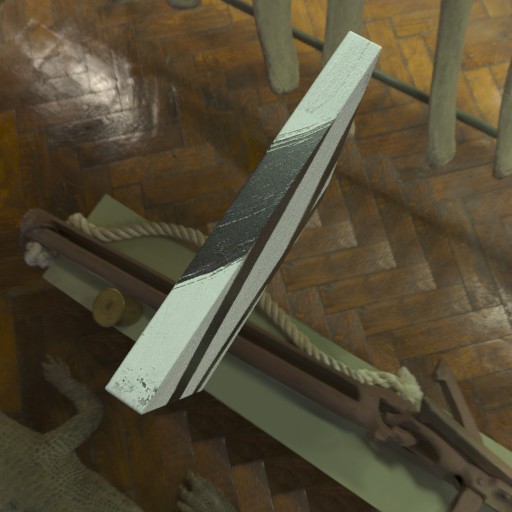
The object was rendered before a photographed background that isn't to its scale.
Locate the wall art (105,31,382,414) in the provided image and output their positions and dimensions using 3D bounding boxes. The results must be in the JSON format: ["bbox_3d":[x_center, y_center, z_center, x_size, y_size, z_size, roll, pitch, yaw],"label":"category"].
[{"bbox_3d":[0.000,0.000,0.740,0.050,0.508,0.507,31,78,8],"label":"wall art"}]
